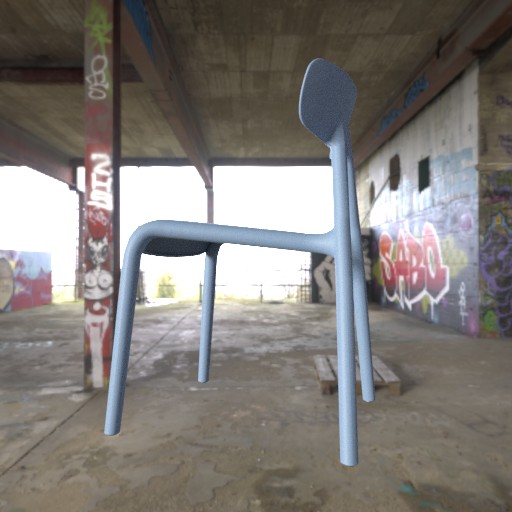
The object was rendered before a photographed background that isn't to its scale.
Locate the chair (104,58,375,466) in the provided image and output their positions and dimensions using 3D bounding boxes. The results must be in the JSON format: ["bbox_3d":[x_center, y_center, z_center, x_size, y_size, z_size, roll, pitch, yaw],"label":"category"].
[{"bbox_3d":[0.000,0.000,0.817,0.401,0.580,0.356,0,-1,19],"label":"chair"}]
